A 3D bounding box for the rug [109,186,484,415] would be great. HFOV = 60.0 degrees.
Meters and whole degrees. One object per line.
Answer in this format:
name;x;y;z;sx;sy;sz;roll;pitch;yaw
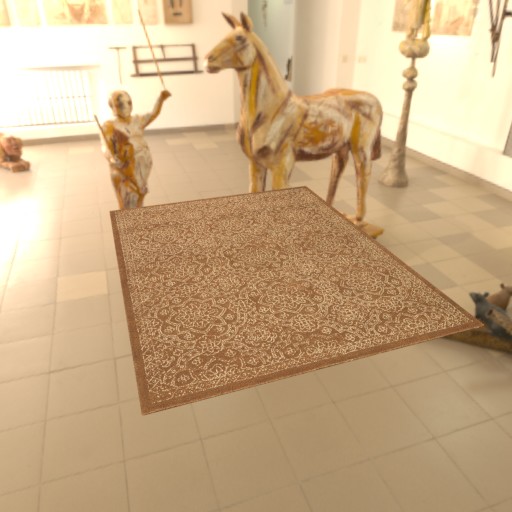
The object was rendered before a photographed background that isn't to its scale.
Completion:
rug;0.000;0.000;4.110;2.441;0.015;3.050;-10;31;-17
